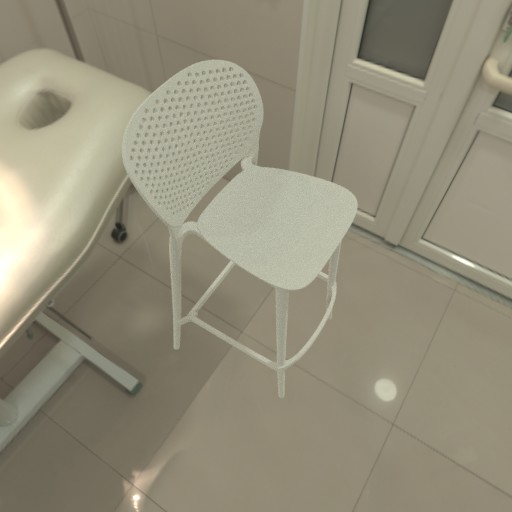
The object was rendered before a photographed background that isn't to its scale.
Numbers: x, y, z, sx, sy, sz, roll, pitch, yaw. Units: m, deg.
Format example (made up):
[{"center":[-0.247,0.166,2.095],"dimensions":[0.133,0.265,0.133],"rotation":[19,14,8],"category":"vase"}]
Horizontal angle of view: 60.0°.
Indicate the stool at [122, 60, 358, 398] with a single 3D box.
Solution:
[{"center":[0.000,0.000,1.404],"dimensions":[0.535,1.045,0.536],"rotation":[28,61,17],"category":"stool"}]
